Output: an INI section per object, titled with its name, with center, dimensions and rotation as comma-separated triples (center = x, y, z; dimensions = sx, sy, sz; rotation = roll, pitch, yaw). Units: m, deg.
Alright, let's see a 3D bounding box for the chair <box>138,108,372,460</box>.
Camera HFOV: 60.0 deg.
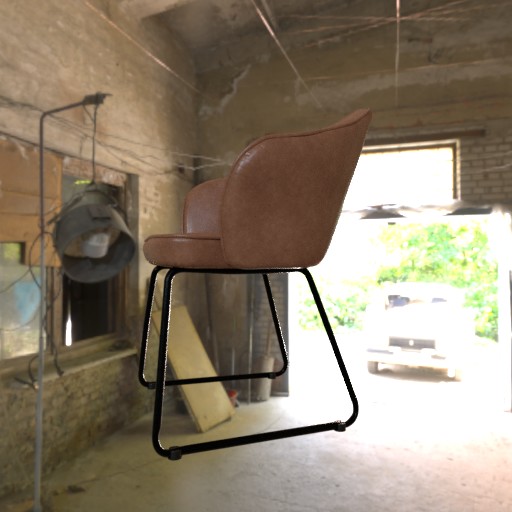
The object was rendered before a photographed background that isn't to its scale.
[chair]
center = 0.000, 0.000, 1.167
dimensions = 0.580, 0.785, 0.582
rotation = 0, 0, -19
